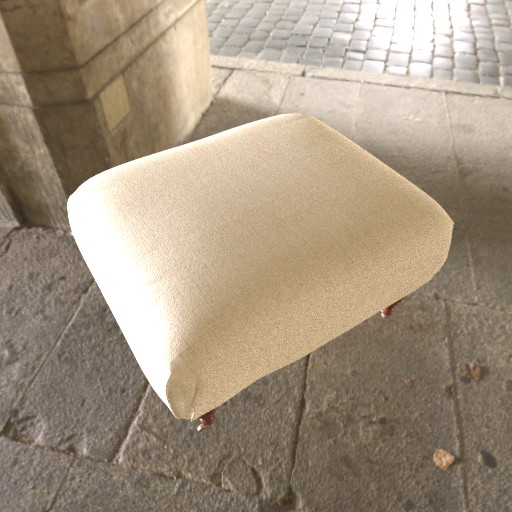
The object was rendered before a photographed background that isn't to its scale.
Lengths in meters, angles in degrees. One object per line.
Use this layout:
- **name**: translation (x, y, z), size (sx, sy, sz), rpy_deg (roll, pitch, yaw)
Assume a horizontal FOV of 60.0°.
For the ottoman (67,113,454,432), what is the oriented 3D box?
- **ottoman**: translation (0.000, 0.000, 1.122), size (0.747, 0.450, 0.622), rpy_deg (-25, 51, -22)
